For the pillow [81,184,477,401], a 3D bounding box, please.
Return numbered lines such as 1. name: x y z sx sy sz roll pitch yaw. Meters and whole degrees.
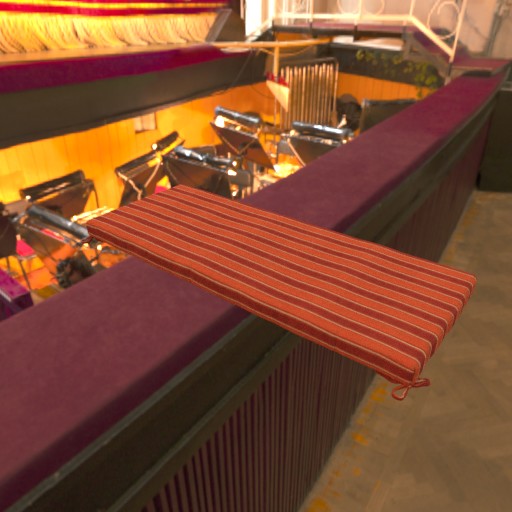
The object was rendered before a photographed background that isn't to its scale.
1. pillow: 0.000 0.000 1.345 1.187 0.081 0.492 21 36 32
